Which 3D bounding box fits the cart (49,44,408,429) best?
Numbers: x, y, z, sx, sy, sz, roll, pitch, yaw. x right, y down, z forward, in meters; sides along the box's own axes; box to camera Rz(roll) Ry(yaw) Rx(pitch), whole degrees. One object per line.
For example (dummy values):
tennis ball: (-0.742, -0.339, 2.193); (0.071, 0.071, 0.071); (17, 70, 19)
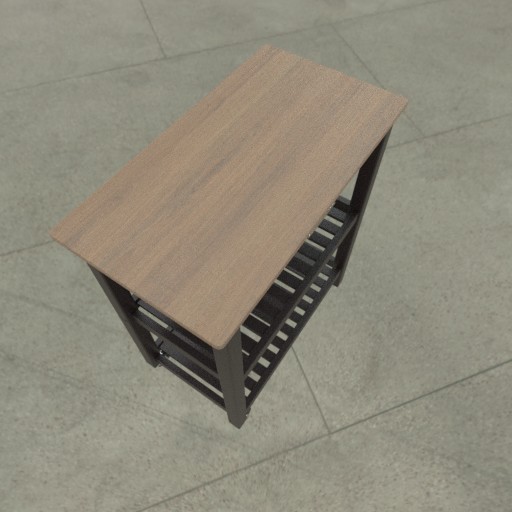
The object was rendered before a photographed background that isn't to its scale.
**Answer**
cart: (0.000, 0.000, 1.455); (0.457, 0.927, 0.899); (30, 62, 18)
